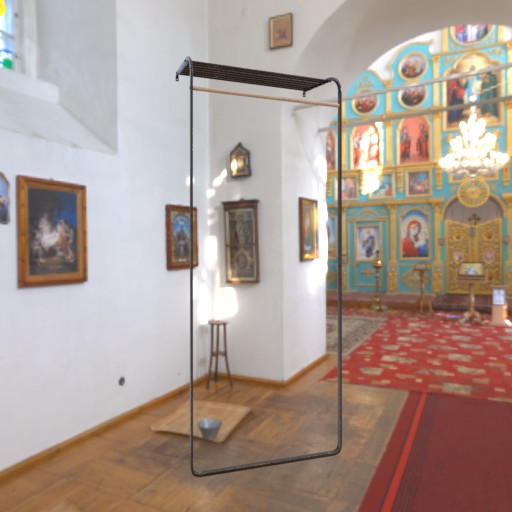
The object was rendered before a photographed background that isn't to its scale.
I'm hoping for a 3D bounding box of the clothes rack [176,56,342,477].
[{"bbox_3d":[0.000,0.000,1.825,0.609,1.574,0.349,0,0,-19],"label":"clothes rack"}]
